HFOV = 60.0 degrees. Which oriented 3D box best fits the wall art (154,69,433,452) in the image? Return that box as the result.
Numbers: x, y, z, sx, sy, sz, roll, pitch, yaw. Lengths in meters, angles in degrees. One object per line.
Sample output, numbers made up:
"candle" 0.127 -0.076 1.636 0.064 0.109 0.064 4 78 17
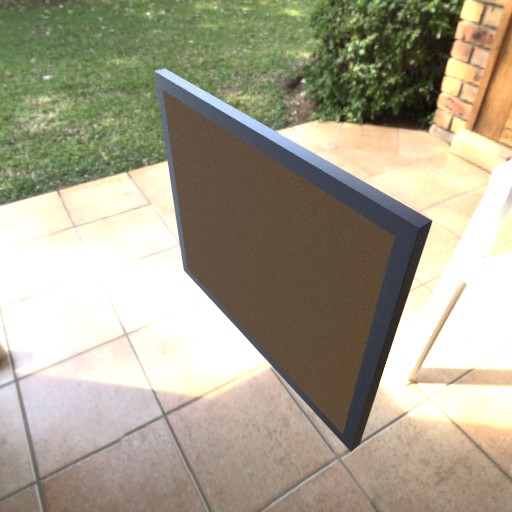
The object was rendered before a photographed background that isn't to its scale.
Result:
"wall art" 0.000 0.000 0.898 0.026 0.558 0.660 -26 48 -27
